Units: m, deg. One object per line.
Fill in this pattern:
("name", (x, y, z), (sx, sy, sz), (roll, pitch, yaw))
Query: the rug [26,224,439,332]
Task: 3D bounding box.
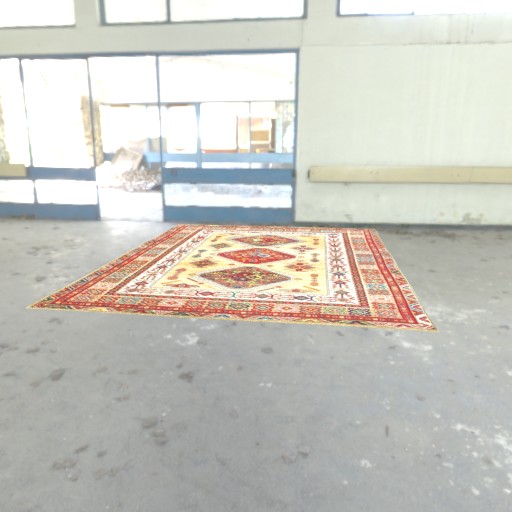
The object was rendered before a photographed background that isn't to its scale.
("rug", (0.000, 0.000, 4.045), (2.460, 0.005, 3.067), (2, 14, 8))
